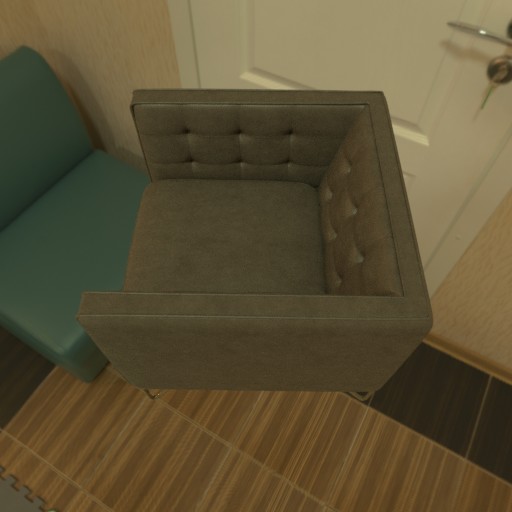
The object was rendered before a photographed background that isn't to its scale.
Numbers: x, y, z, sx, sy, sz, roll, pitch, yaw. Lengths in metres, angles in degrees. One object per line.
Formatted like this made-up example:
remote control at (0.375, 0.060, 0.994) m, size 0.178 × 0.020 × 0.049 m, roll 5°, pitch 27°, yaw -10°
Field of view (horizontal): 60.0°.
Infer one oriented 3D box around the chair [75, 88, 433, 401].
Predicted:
chair at (0.000, 0.000, 1.604) m, size 0.894 × 0.790 × 0.880 m, roll 1°, pitch 58°, yaw 0°
